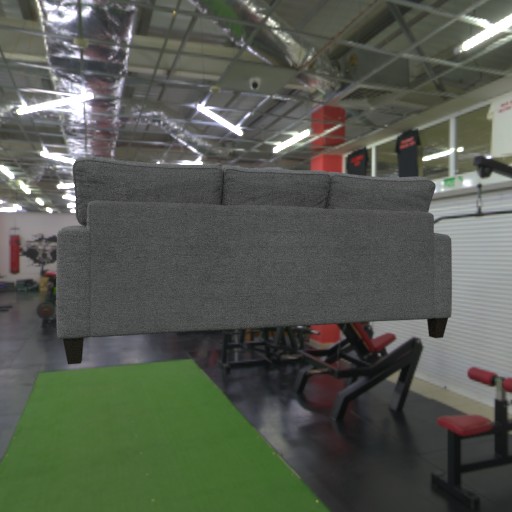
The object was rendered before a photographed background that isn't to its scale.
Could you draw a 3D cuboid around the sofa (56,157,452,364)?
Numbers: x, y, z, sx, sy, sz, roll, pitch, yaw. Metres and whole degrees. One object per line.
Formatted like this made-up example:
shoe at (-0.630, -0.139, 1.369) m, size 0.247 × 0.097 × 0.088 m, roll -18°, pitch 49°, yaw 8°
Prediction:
sofa at (0.000, 0.000, 2.708) m, size 2.158 × 0.965 × 0.951 m, roll 0°, pitch 0°, yaw -18°
